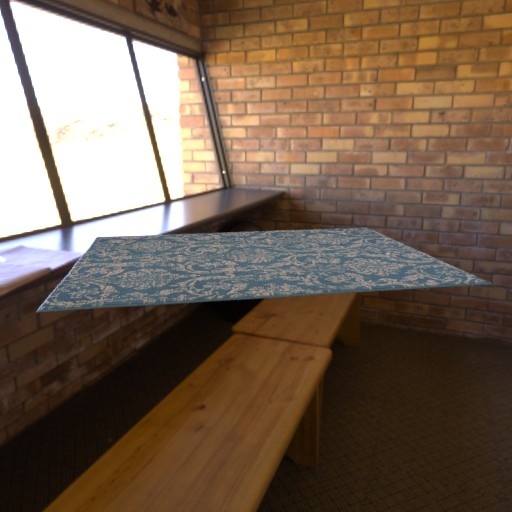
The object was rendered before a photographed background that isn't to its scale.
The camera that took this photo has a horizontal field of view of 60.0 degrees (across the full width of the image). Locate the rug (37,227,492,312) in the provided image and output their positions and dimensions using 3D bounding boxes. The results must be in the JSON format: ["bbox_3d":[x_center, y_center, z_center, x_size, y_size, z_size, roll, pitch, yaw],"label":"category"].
[{"bbox_3d":[0.000,0.000,2.842,2.205,0.012,1.554,-3,15,-10],"label":"rug"}]
